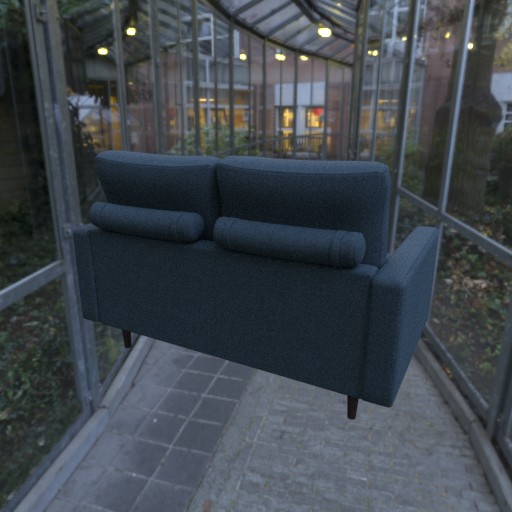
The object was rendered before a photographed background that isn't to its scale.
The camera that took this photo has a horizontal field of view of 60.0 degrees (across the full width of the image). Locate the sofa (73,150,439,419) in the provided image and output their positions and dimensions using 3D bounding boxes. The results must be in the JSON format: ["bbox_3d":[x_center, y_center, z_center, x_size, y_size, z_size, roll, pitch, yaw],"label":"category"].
[{"bbox_3d":[0.000,0.000,1.958,1.407,0.907,0.842,9,19,27],"label":"sofa"}]
